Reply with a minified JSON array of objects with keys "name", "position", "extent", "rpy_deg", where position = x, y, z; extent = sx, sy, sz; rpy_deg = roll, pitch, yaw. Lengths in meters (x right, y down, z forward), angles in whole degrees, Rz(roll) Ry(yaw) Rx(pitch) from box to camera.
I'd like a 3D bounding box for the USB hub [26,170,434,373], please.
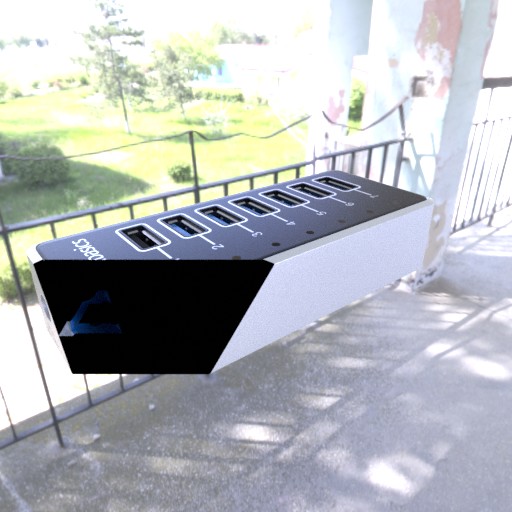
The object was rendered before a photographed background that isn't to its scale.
[{"name":"USB hub","position":[0.000,0.000,0.127],"extent":[0.110,0.023,0.044],"rpy_deg":[-20,33,-33]}]
